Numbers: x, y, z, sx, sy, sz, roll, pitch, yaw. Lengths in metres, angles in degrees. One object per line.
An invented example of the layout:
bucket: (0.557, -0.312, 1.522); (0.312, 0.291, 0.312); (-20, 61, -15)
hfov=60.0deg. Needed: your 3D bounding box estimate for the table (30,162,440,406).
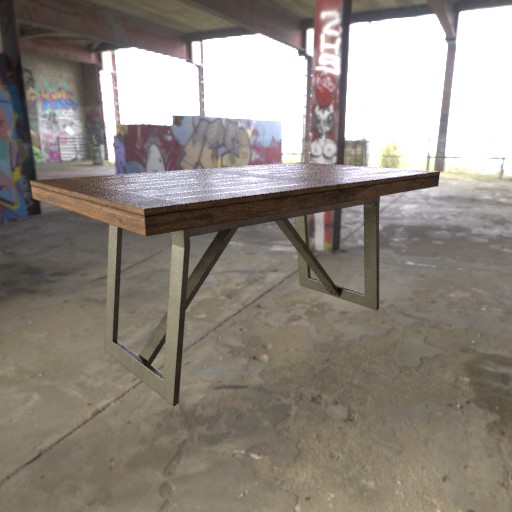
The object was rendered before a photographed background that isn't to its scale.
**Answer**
table: (0.000, 0.000, 2.110); (1.641, 0.757, 0.931); (-14, 21, -41)
